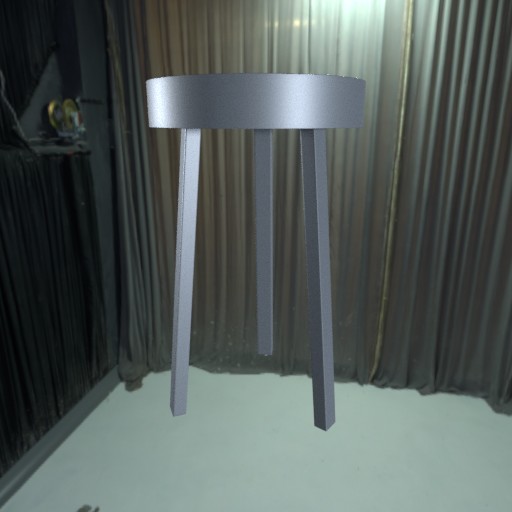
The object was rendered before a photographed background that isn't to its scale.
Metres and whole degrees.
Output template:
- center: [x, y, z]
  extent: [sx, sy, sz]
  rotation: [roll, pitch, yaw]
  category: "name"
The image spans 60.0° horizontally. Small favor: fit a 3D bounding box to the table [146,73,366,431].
- center: [0.000, 0.000, 0.943]
  extent: [0.406, 0.686, 0.406]
  rotation: [3, 17, 9]
  category: "table"
